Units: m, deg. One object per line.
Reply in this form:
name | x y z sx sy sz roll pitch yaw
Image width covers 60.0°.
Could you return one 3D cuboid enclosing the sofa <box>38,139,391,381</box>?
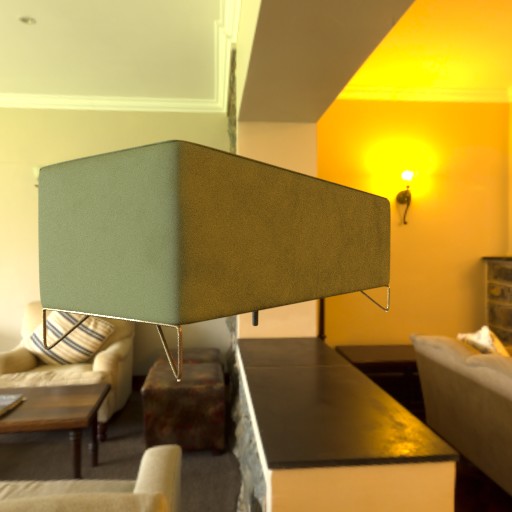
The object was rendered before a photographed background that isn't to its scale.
sofa | 0.000 0.000 2.491 0.867 0.789 2.087 1 1 35
